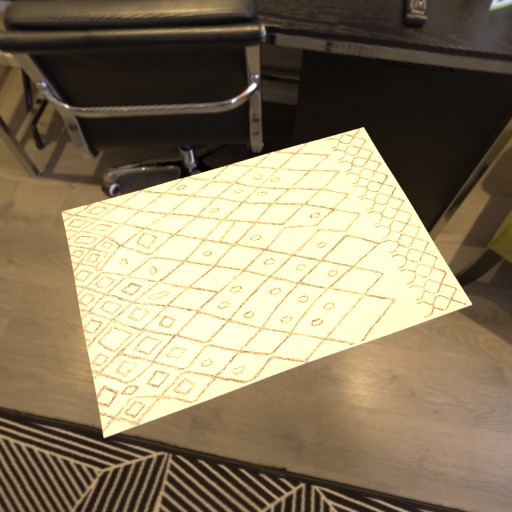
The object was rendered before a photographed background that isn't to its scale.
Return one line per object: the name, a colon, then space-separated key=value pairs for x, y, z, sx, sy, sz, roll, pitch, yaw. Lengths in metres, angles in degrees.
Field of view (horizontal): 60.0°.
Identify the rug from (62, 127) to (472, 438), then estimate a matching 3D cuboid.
rug: x=0.000 y=0.000 z=2.307 sx=1.828 sy=0.015 sz=1.222 roll=-18 pitch=64 yaw=-9
